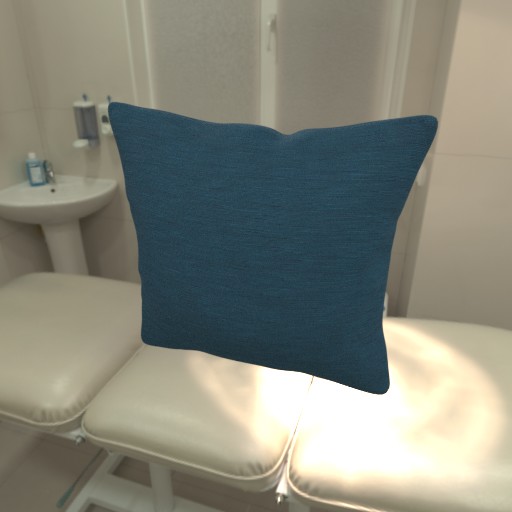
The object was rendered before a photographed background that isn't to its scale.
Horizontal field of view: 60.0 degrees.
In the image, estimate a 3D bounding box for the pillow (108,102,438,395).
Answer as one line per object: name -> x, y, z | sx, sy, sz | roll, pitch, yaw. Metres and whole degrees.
pillow -> 0.000, 0.000, 0.654 | 0.437, 0.420, 0.177 | 8, 27, 16
